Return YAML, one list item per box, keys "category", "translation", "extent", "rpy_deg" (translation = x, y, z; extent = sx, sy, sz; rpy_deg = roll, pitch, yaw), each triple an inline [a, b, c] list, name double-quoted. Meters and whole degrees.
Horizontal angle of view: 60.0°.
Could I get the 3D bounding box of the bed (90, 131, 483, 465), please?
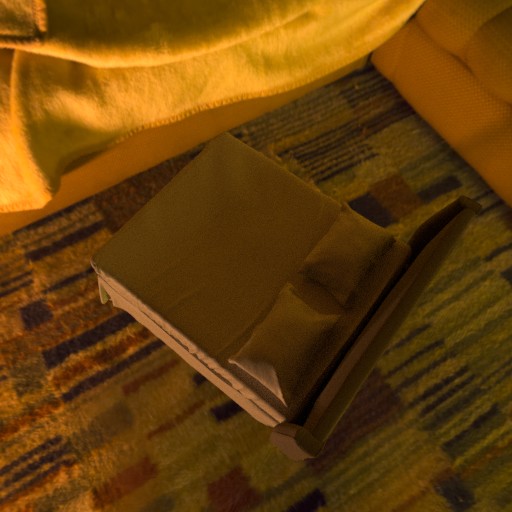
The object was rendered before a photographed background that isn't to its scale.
- category: "bed"
  translation: [0.000, 0.000, 3.416]
  extent: [2.276, 1.332, 1.925]
  rpy_deg: [35, 69, 16]
